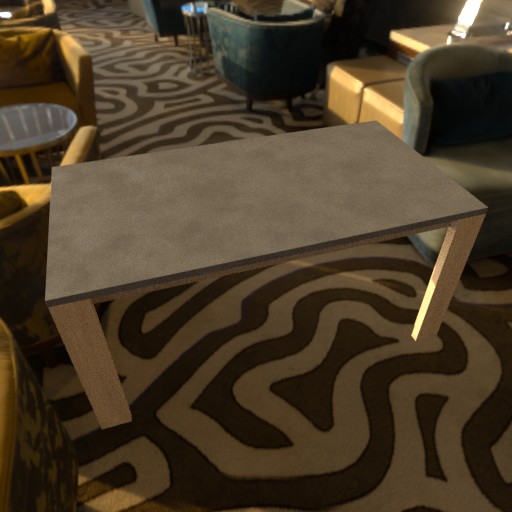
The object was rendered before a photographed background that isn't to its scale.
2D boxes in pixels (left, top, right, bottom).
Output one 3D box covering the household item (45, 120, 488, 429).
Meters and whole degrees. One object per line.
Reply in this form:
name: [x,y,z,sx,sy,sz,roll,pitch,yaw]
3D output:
household item: [0.000,0.000,2.065,1.600,0.755,0.850,-12,42,-14]
